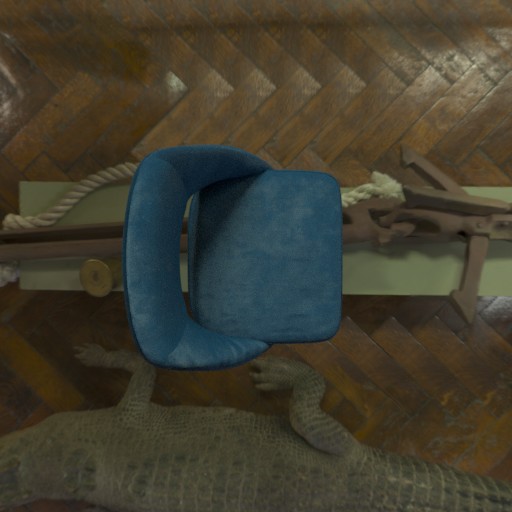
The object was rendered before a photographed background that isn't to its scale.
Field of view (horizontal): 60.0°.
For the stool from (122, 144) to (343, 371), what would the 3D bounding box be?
[{"bbox_3d":[0.000,0.000,1.325,0.515,1.016,0.514,0,91,0],"label":"stool"}]
